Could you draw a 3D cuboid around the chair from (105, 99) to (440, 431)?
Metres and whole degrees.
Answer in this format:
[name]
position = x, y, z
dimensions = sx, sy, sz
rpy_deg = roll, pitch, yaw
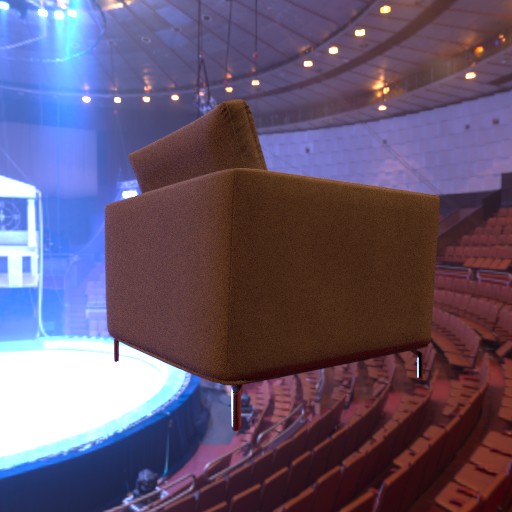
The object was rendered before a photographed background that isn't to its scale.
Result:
[chair]
position = 0.000, 0.000, 1.687
dimensions = 0.889, 0.864, 1.041
rpy_deg = 0, 0, -36
